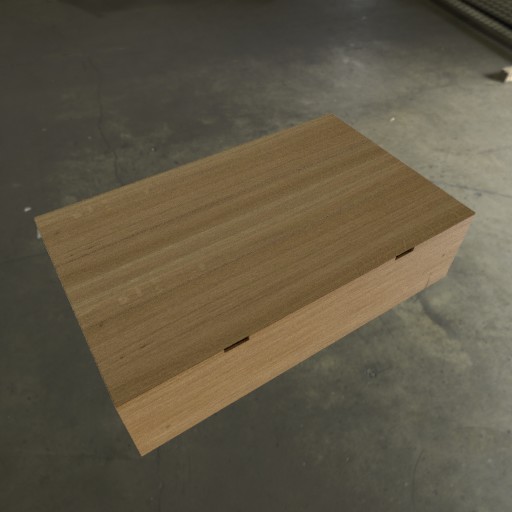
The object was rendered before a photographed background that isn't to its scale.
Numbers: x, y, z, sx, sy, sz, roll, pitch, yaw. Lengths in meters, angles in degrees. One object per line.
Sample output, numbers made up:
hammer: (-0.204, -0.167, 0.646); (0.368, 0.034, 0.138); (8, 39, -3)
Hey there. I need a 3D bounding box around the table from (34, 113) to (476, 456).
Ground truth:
table: (0.000, 0.000, 1.430); (1.110, 0.353, 0.678); (-25, 52, -21)
